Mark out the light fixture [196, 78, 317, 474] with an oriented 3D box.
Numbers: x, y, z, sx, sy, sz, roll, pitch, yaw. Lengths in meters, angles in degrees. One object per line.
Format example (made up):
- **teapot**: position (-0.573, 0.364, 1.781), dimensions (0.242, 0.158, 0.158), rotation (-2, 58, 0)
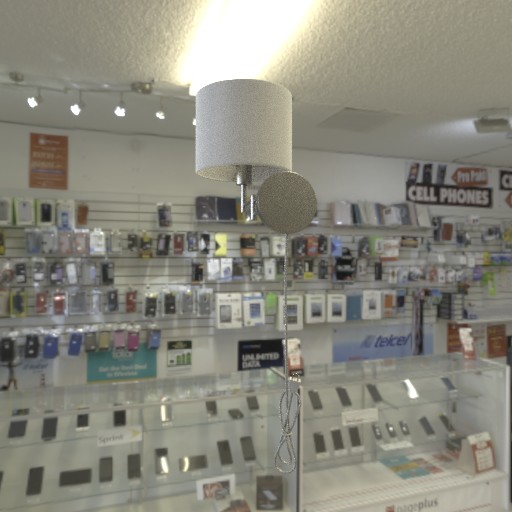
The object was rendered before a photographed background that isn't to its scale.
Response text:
- **light fixture**: position (0.000, 0.000, 1.064), dimensions (0.253, 0.842, 0.479), rotation (0, 0, -16)
